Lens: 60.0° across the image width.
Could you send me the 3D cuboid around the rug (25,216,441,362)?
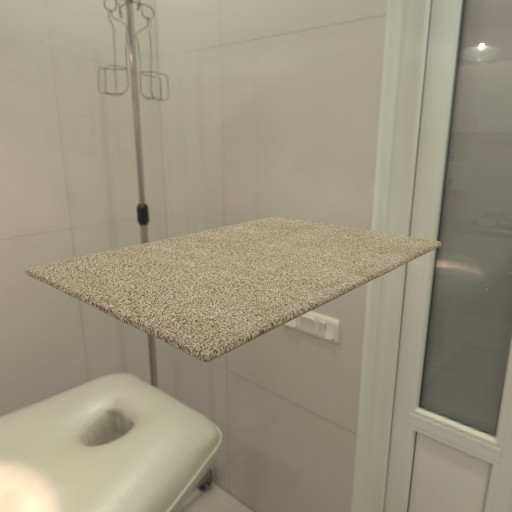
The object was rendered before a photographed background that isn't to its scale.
[{"bbox_3d":[0.000,0.000,2.243,1.219,0.030,1.778,13,20,40],"label":"rug"}]
